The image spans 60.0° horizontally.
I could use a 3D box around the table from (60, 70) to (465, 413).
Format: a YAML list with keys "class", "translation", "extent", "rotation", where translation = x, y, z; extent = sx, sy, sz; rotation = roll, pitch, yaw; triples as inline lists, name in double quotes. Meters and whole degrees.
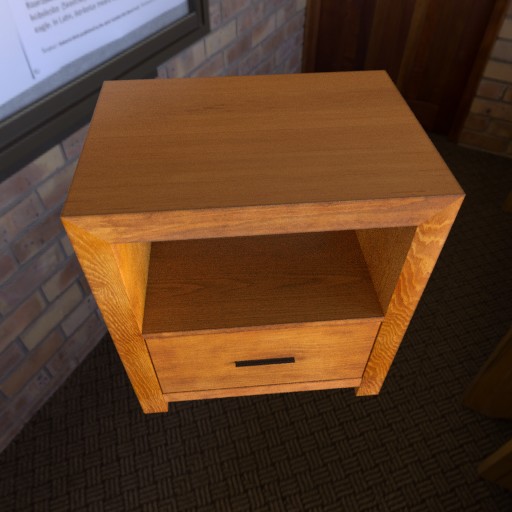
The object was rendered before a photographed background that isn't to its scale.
- class: "table"
  translation: [0.000, 0.000, 0.948]
  extent: [0.550, 0.605, 0.400]
  rotation: [-4, 47, -3]
